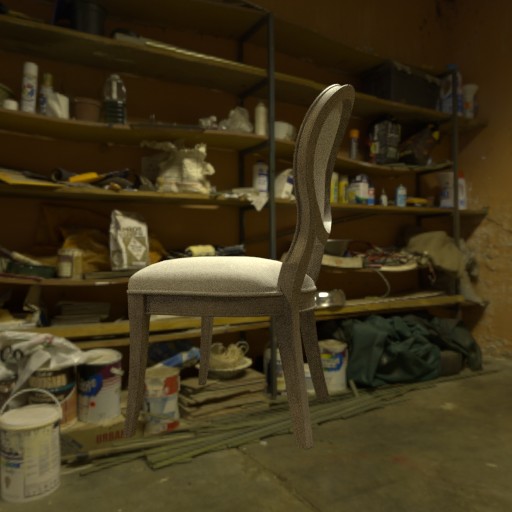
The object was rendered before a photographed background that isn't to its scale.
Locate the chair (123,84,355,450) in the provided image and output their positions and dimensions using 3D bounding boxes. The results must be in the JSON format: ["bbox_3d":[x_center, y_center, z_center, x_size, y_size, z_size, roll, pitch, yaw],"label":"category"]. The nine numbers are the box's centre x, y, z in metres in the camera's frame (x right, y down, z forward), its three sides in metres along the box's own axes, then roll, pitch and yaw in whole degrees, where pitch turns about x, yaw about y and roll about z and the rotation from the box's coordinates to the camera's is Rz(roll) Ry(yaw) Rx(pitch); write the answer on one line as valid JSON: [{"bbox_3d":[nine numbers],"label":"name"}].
[{"bbox_3d":[0.000,0.000,1.383,0.602,0.990,0.558,0,0,16],"label":"chair"}]
